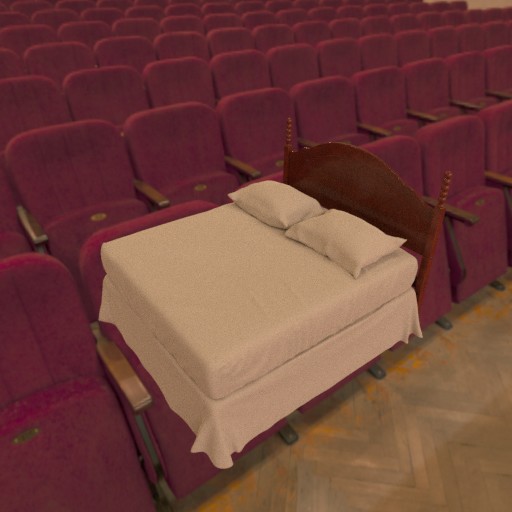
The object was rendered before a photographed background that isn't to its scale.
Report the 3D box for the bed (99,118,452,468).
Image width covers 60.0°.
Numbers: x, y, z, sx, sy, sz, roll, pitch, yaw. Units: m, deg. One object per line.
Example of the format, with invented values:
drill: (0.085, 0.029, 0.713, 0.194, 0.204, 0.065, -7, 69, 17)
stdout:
bed: (0.000, 0.000, 3.294, 2.040, 1.356, 1.873, -22, 38, -31)
